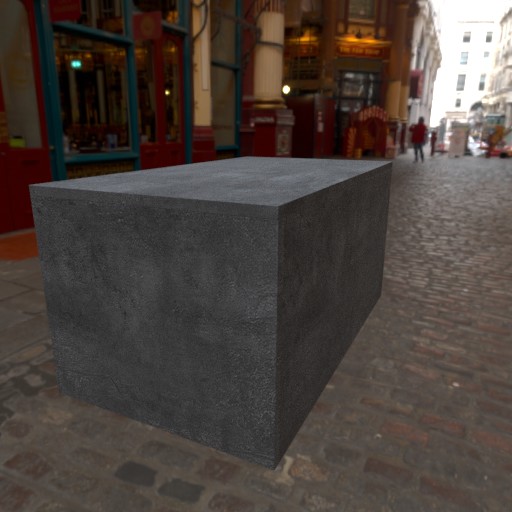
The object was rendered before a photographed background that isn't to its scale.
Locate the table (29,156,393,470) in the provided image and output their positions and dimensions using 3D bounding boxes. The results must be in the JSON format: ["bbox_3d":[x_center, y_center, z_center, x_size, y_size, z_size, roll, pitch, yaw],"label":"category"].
[{"bbox_3d":[0.000,0.000,0.917,0.400,0.350,0.700,8,18,25],"label":"table"}]
